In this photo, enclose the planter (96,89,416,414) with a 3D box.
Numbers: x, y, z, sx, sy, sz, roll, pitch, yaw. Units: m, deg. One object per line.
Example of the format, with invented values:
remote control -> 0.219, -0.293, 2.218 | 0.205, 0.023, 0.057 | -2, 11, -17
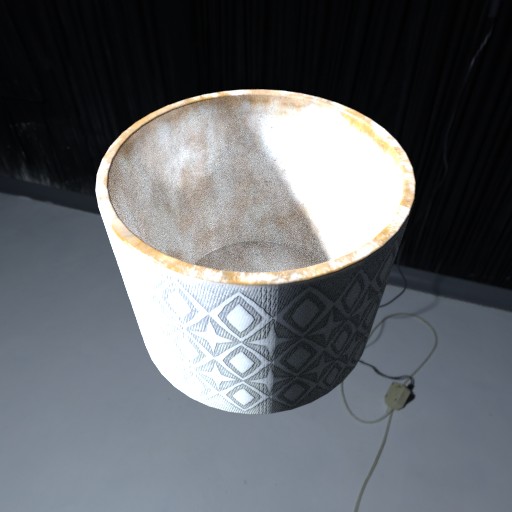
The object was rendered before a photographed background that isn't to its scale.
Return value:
planter -> 0.000, 0.000, 0.443 | 0.255, 0.223, 0.255 | 0, 47, 0
